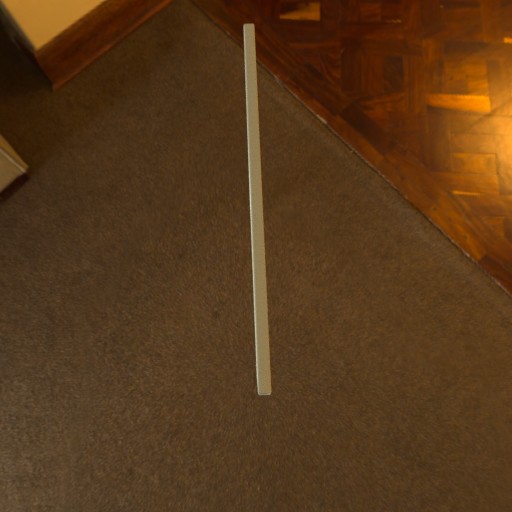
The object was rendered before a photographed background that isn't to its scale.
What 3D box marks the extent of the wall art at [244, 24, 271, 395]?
[{"bbox_3d":[0.000,0.000,0.679,0.012,0.529,0.374,-2,76,-1],"label":"wall art"}]
